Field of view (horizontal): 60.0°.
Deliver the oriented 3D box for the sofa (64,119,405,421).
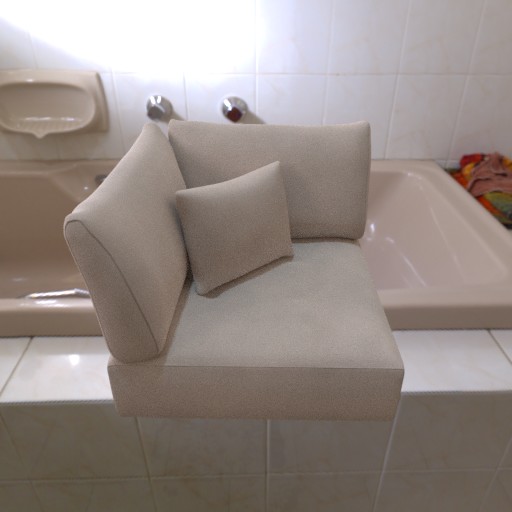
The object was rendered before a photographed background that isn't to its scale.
[{"bbox_3d":[0.000,0.000,1.738,1.000,0.820,1.000,1,31,1],"label":"sofa"}]
